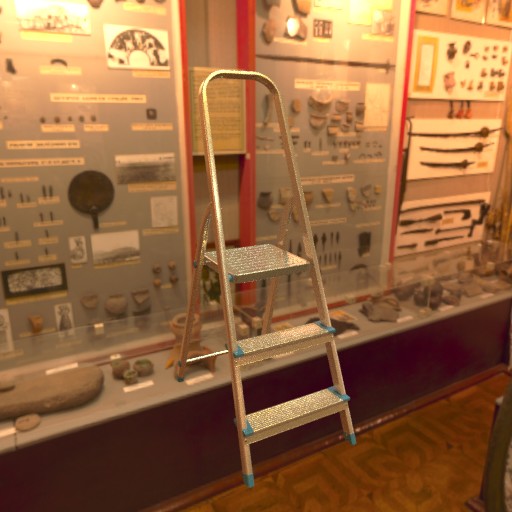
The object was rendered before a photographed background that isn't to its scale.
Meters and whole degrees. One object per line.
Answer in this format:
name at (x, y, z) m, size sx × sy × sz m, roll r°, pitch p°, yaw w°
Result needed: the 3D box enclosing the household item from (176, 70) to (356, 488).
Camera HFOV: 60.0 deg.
household item at (0.000, 0.000, 1.540) m, size 0.420 × 1.215 × 0.687 m, roll -9°, pitch 18°, yaw -27°
